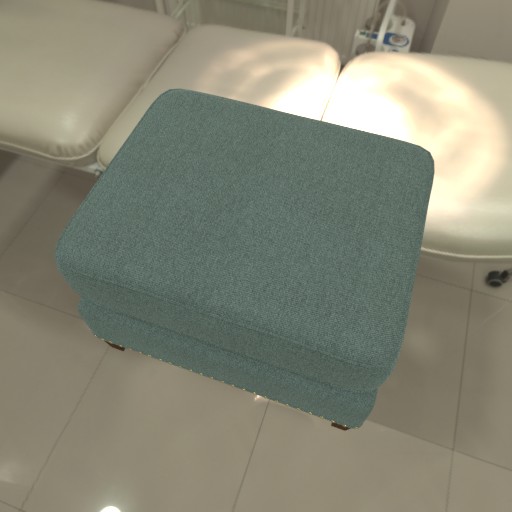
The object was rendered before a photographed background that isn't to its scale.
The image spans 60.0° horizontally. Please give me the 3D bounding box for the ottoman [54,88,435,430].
[{"bbox_3d":[0.000,0.000,1.130,0.738,0.537,0.589,17,60,10],"label":"ottoman"}]
